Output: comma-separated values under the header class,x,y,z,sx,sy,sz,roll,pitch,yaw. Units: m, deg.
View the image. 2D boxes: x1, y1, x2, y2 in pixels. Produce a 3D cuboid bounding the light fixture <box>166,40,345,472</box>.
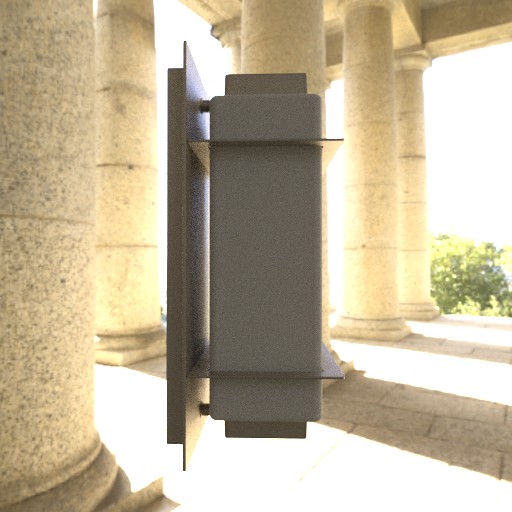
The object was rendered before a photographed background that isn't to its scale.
class,x,y,z,sx,sy,sz,roll,pitch,yaw
light fixture,0.000,0.000,0.471,0.160,0.380,0.168,0,0,2
